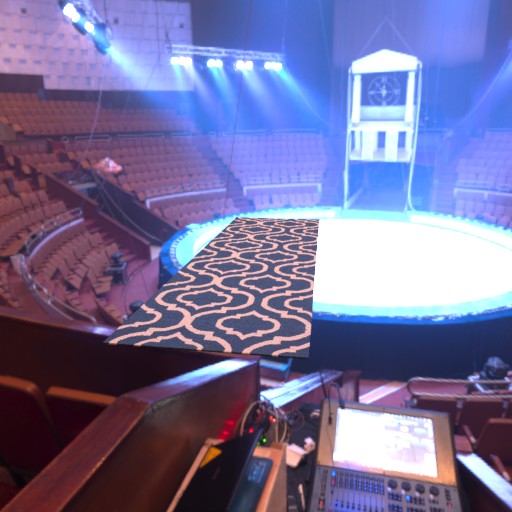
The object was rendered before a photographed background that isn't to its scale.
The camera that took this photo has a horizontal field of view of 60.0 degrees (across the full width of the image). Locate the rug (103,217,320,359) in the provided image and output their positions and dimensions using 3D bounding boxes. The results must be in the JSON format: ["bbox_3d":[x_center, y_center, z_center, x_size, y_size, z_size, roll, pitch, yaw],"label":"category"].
[{"bbox_3d":[0.000,0.000,2.527,0.685,0.006,2.296,2,16,8],"label":"rug"}]
